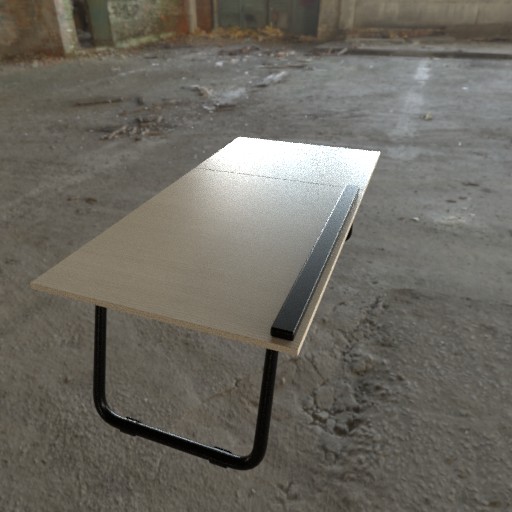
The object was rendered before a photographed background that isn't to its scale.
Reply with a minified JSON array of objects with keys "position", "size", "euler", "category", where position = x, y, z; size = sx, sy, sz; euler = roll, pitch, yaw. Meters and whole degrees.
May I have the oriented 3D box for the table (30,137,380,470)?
[{"position":[0.000,0.000,0.780],"size":[0.322,0.242,0.644],"euler":[11,32,17],"category":"table"}]
